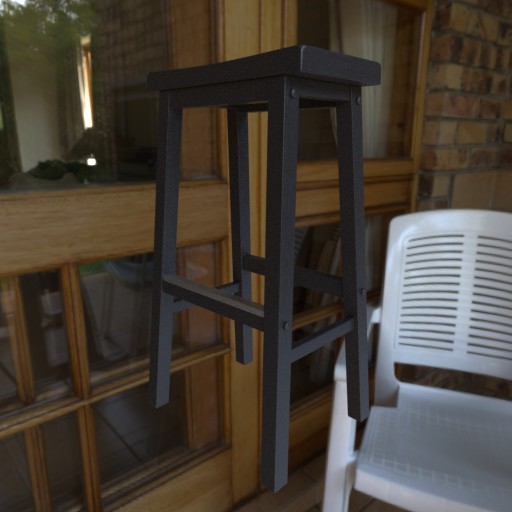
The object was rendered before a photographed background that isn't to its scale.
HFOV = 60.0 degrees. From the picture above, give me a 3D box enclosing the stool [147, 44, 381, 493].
[{"bbox_3d":[0.000,0.000,0.941,0.406,0.742,0.322,14,20,42],"label":"stool"}]
